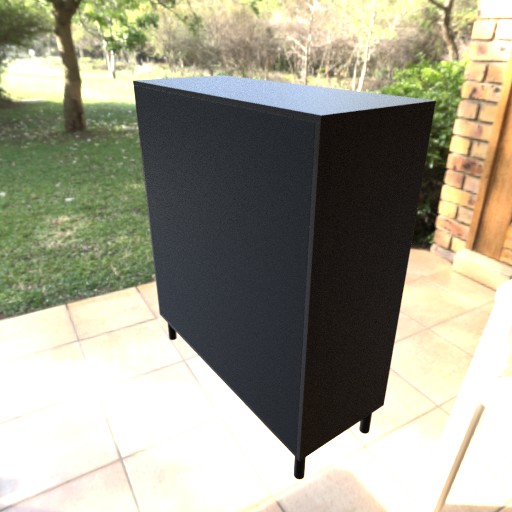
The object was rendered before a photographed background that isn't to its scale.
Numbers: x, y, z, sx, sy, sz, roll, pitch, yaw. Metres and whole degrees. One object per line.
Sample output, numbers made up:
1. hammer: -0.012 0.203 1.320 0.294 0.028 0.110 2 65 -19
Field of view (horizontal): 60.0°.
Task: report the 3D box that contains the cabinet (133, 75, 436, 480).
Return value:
1. cabinet: 0.000 0.000 1.648 0.400 1.170 1.010 -18 31 -32
